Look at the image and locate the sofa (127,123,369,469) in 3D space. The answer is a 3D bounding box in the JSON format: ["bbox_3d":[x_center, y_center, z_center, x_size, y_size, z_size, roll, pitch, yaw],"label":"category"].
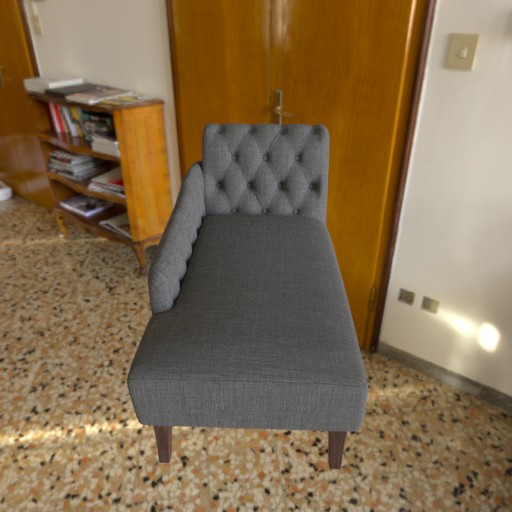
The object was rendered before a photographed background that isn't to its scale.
[{"bbox_3d":[0.000,0.000,1.789,0.675,0.787,1.379,1,29,2],"label":"sofa"}]
